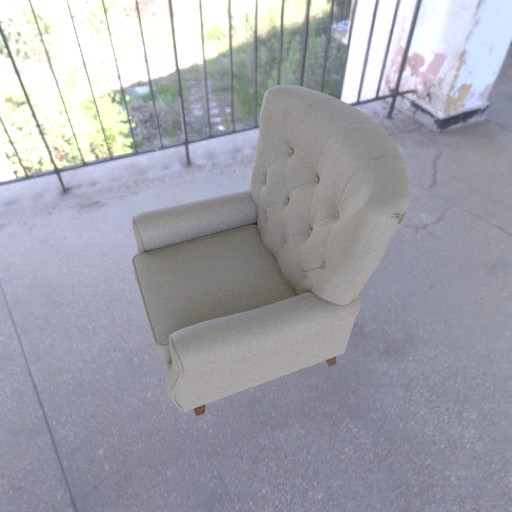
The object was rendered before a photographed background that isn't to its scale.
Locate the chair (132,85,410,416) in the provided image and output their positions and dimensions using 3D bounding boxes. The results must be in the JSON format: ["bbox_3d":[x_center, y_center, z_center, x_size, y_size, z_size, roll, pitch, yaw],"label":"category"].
[{"bbox_3d":[0.000,0.000,1.968,1.059,1.158,0.943,-16,48,-15],"label":"chair"}]
